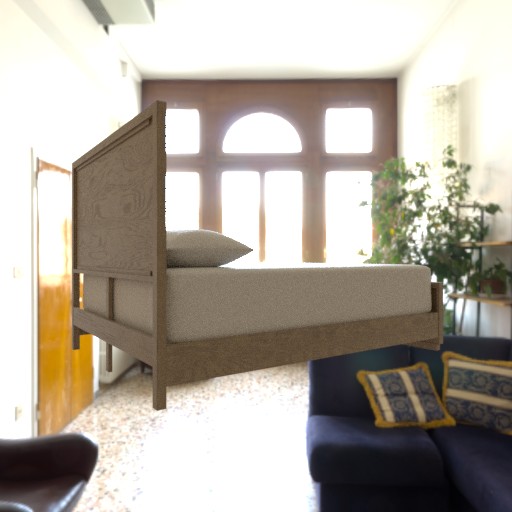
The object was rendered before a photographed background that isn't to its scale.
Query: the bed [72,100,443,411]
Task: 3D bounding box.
[{"bbox_3d":[0.000,0.000,3.238,2.189,1.369,1.606,0,0,-35],"label":"bed"}]
